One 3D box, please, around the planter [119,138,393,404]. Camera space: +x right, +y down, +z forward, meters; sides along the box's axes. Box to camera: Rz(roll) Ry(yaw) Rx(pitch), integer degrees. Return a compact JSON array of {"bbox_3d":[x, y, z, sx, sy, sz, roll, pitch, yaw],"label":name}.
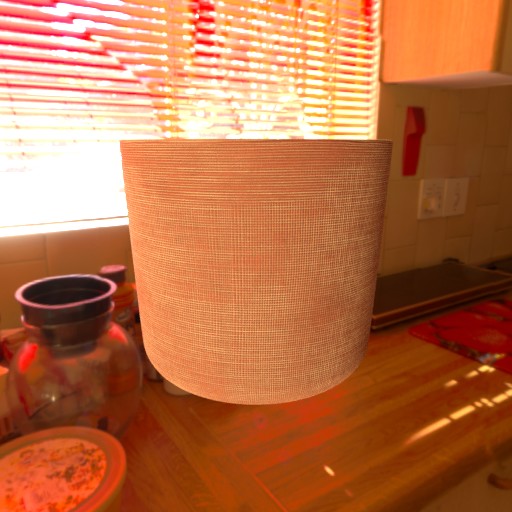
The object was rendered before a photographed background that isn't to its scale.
[{"bbox_3d":[0.000,0.000,0.791,0.440,0.398,0.440,0,14,0],"label":"planter"}]
